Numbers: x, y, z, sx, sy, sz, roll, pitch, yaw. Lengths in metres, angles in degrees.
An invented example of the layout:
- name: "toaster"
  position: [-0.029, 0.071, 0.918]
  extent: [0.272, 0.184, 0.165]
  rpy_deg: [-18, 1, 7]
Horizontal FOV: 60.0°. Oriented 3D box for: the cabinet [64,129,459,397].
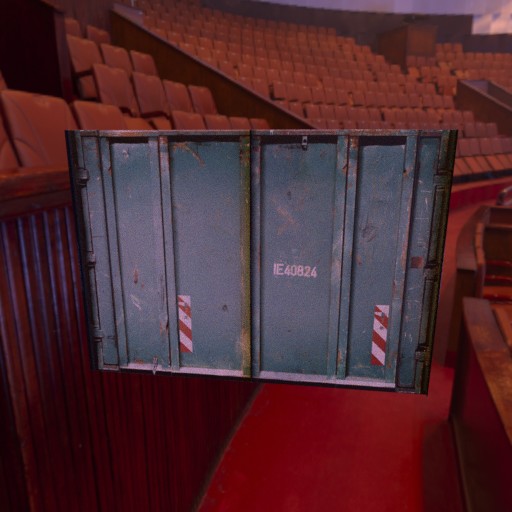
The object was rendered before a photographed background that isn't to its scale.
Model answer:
- name: "cabinet"
  position: [0.000, 0.000, 3.956]
  extent: [3.001, 2.160, 0.680]
  rpy_deg: [2, 15, 7]
